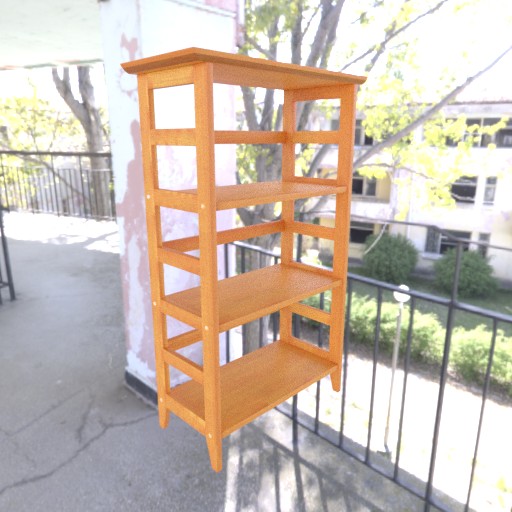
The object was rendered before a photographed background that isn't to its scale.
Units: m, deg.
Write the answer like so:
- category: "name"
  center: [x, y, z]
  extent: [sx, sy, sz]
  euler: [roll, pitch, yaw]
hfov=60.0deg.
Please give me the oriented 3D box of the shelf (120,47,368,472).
- category: "shelf"
  center: [0.000, 0.000, 1.371]
  extent: [0.660, 1.067, 0.305]
  euler: [-14, 21, -43]
